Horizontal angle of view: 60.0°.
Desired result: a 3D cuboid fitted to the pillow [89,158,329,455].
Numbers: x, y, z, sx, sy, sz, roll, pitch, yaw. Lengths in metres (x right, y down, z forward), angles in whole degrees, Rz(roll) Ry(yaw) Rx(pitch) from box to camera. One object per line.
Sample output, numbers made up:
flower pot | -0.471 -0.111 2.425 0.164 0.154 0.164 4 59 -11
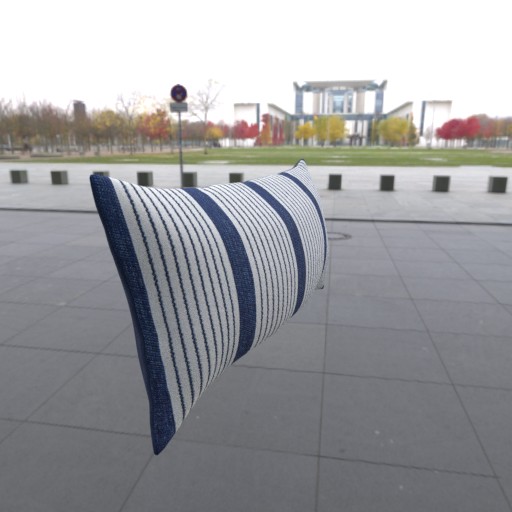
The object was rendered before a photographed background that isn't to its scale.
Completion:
pillow | 0.000 0.000 0.708 0.156 0.292 0.608 7 16 24
